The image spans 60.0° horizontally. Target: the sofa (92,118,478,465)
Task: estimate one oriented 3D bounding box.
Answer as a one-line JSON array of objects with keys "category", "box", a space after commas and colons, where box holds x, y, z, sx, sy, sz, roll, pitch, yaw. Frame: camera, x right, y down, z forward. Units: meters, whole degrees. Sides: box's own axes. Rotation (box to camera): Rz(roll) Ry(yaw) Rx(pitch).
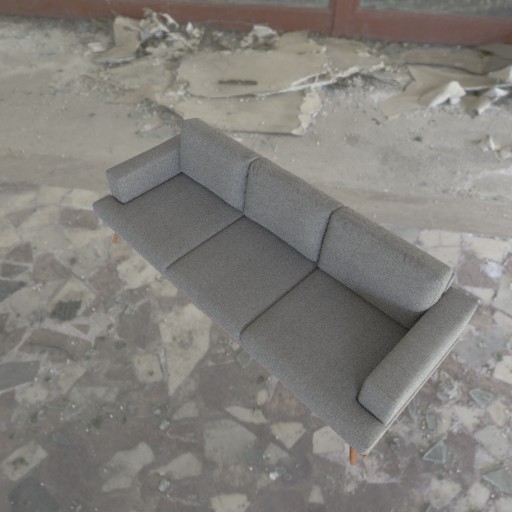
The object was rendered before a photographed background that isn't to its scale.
[{"category": "sofa", "box": [0.000, 0.000, 2.695, 0.920, 0.810, 2.310, -36, 57, -28]}]
